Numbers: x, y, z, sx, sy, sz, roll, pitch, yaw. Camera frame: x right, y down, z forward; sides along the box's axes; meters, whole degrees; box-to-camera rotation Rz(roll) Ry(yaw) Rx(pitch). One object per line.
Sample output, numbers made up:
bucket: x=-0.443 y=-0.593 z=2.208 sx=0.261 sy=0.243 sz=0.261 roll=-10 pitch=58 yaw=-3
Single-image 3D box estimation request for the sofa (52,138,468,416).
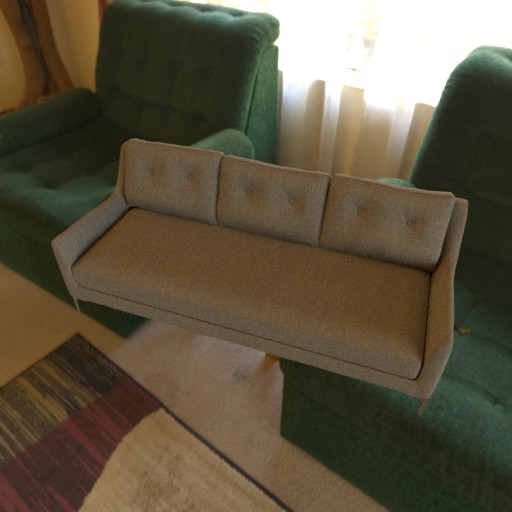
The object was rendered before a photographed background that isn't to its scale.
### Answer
sofa: x=0.000 y=0.000 z=2.463 sx=2.060 sy=0.837 sz=0.849 roll=13 pitch=42 yaw=15
